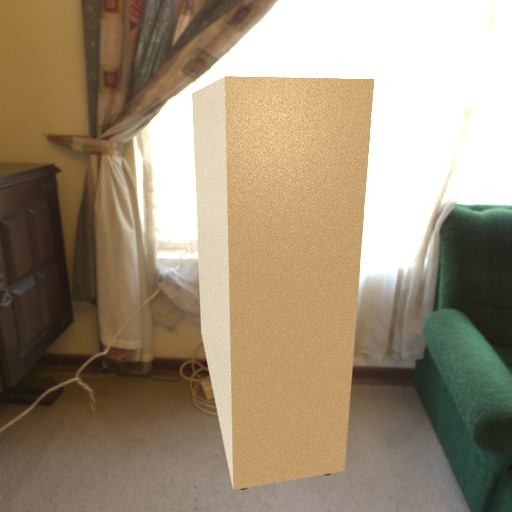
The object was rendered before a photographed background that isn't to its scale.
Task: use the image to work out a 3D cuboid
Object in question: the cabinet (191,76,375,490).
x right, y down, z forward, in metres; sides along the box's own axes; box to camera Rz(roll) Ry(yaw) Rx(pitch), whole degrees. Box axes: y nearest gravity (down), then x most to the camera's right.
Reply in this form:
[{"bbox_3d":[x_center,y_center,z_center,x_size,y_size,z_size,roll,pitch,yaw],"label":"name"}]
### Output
[{"bbox_3d":[0.000,0.000,1.619,0.348,1.150,0.990,-4,19,-11],"label":"cabinet"}]
